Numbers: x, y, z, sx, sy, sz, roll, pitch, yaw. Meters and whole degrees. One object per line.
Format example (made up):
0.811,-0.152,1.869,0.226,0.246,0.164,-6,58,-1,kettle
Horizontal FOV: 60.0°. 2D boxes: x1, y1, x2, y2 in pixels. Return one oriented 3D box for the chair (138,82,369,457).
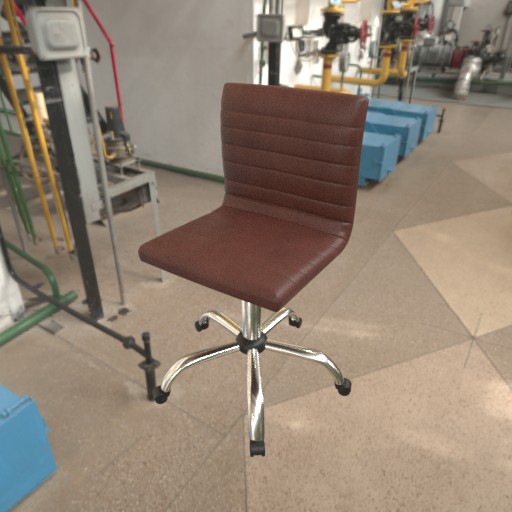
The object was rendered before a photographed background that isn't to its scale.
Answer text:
0.000,0.000,1.137,0.556,0.780,0.530,18,34,28,chair
